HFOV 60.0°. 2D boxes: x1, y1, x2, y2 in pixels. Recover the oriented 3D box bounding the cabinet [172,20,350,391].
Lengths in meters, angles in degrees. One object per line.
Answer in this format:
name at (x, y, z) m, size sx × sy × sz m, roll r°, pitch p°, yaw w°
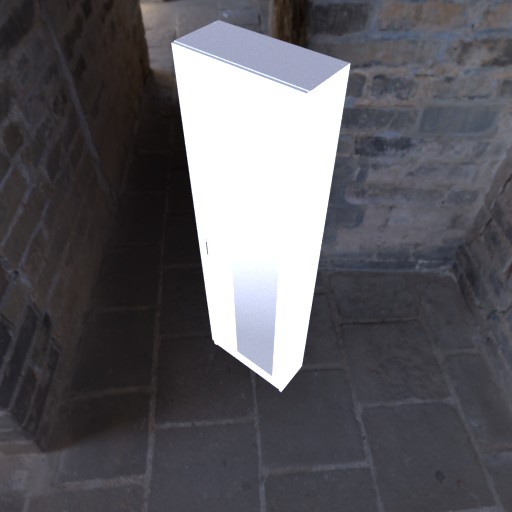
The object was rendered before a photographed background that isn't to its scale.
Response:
cabinet at (0.000, 0.000, 1.968) m, size 0.500 × 1.790 × 0.230 m, roll 31°, pitch 55°, yaw 24°
